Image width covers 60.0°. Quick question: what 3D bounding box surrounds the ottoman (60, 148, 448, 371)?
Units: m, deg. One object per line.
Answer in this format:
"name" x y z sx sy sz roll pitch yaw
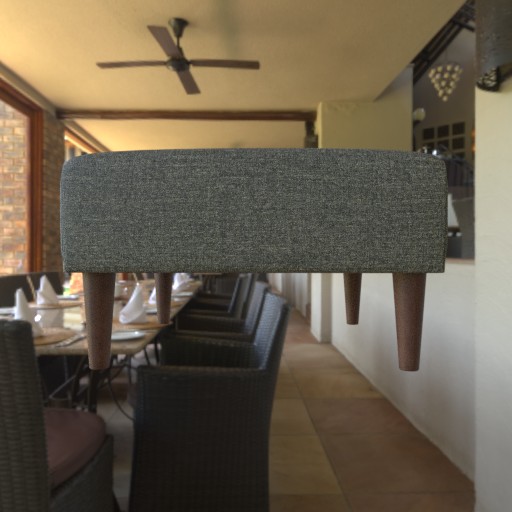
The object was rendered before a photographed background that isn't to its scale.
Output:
"ottoman" 0.000 0.000 1.041 0.655 0.399 0.648 0 0 1
